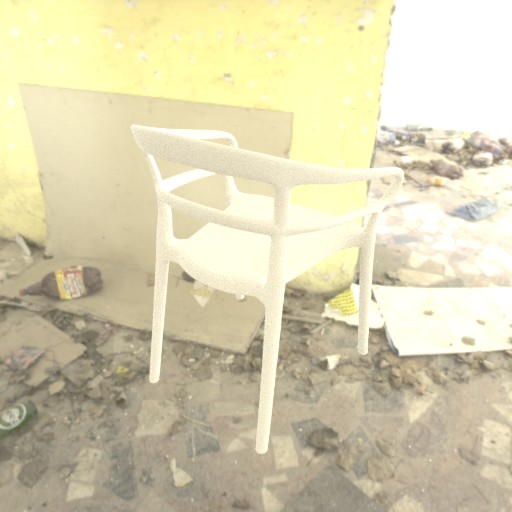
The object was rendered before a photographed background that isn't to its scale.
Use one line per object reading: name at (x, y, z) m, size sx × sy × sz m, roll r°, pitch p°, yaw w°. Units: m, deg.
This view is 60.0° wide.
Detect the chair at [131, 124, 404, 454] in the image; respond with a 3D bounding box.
chair at (0.000, 0.000, 1.176) m, size 0.559 × 0.761 × 0.527 m, roll 21°, pitch 36°, yaw 31°
